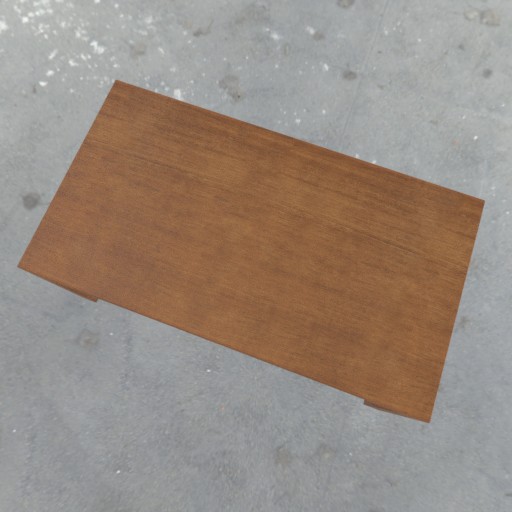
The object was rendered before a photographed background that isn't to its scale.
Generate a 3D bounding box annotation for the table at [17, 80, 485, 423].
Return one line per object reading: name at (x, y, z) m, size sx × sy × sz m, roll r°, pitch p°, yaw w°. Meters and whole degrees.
table at (0.000, 0.000, 1.268) m, size 1.000 × 0.419 × 0.549 m, roll 20°, pitch 76°, yaw 5°
